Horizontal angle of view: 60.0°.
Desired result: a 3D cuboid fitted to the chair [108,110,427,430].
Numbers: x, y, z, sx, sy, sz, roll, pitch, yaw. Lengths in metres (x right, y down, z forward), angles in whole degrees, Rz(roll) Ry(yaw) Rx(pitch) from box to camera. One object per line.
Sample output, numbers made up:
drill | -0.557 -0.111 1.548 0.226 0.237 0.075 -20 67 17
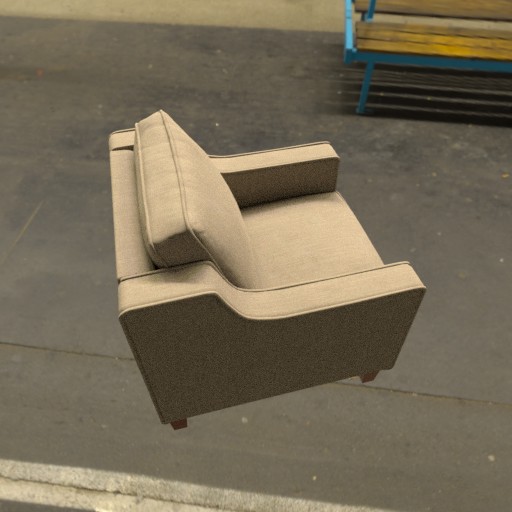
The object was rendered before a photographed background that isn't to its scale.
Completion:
chair | 0.000 0.000 1.668 0.909 0.960 0.831 -11 48 -10
